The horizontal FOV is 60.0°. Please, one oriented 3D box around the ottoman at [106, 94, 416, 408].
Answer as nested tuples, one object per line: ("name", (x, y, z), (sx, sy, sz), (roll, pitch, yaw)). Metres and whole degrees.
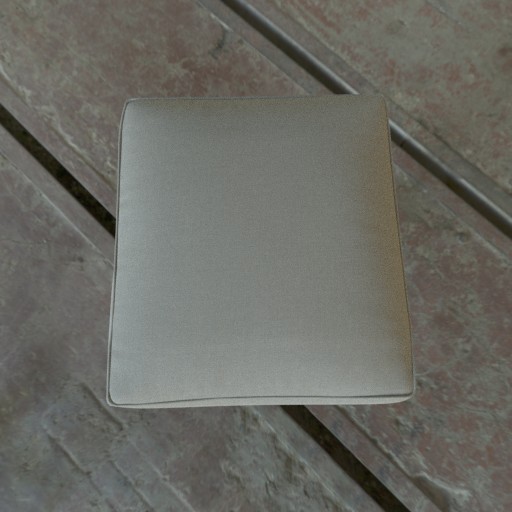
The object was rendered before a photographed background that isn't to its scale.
("ottoman", (0.000, 0.000, 1.141), (0.662, 0.505, 0.716), (-1, 76, 0))
